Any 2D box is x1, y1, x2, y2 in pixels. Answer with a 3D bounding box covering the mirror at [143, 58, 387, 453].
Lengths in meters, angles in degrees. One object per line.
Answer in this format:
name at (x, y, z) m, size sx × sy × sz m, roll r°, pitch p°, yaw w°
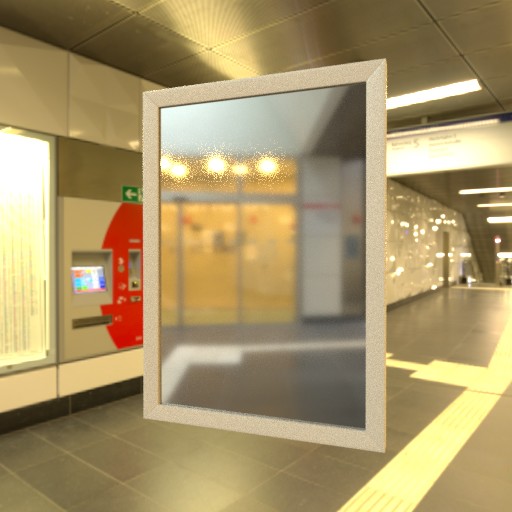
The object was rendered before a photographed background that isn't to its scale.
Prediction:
mirror at (0.000, 0.000, 0.899) m, size 0.507 × 0.710 × 0.040 m, roll 0°, pitch 1°, yaw 19°
